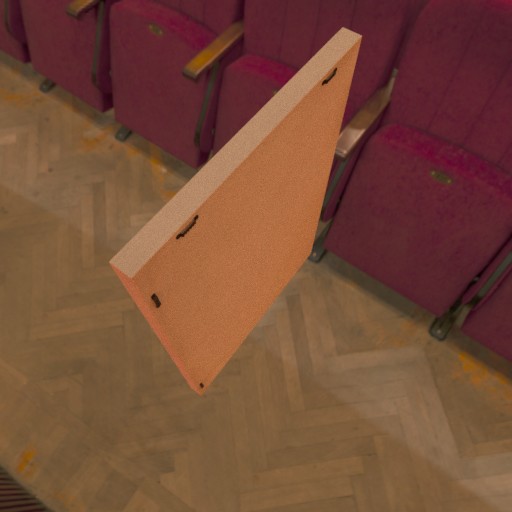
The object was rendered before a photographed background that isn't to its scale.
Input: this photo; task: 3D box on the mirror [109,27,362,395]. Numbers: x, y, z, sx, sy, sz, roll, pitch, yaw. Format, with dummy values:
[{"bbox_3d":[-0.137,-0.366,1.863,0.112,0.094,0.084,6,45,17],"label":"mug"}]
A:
[{"bbox_3d":[0.000,0.000,0.903,0.040,0.710,0.507,33,67,16],"label":"mirror"}]
